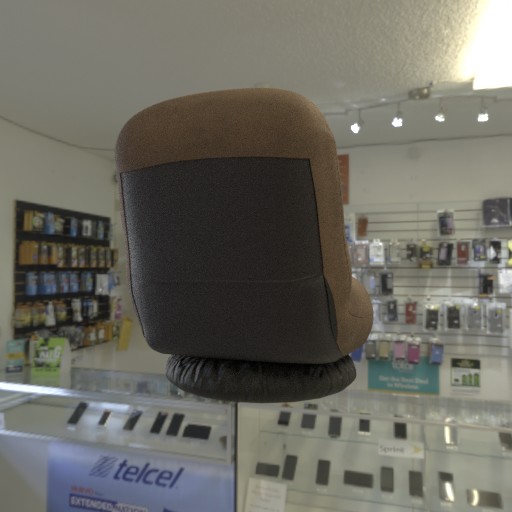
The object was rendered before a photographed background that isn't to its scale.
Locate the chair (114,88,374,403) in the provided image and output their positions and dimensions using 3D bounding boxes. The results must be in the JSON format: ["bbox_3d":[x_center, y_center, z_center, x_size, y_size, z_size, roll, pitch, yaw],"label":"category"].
[{"bbox_3d":[0.000,0.000,1.038,0.521,0.594,0.597,-1,-2,18],"label":"chair"}]
